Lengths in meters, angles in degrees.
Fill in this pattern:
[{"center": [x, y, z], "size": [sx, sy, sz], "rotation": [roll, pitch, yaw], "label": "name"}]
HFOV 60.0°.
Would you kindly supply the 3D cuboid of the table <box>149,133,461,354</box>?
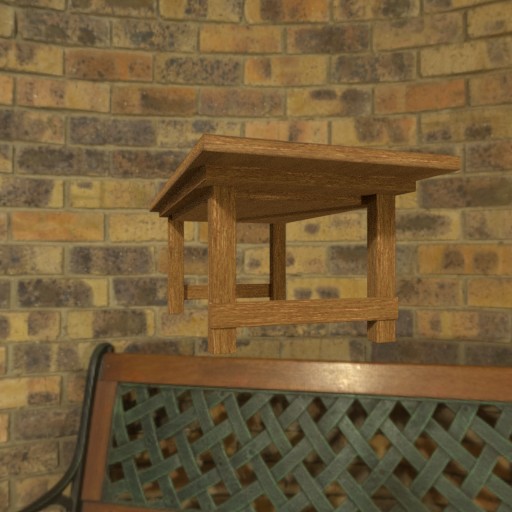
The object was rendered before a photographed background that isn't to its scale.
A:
[{"center": [0.000, 0.000, 2.478], "size": [1.000, 0.762, 1.982], "rotation": [0, 0, -18], "label": "table"}]
